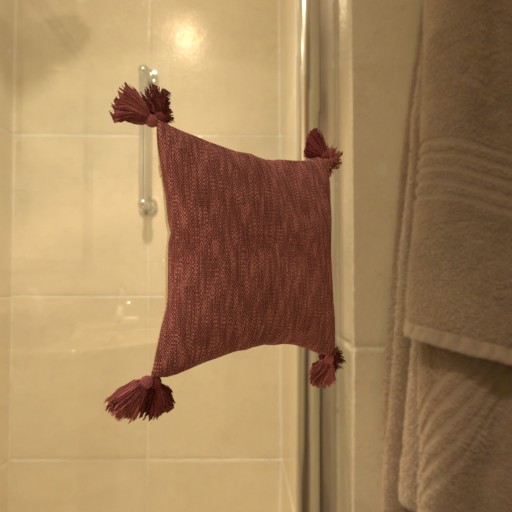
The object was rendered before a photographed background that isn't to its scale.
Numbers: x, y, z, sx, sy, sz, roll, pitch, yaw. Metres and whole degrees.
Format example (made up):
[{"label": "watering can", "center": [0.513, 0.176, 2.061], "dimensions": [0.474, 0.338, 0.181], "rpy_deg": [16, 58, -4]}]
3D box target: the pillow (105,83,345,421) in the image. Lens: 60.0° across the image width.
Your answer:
[{"label": "pillow", "center": [0.000, 0.000, 0.957], "dimensions": [0.641, 0.659, 0.138], "rpy_deg": [1, -2, -38]}]
